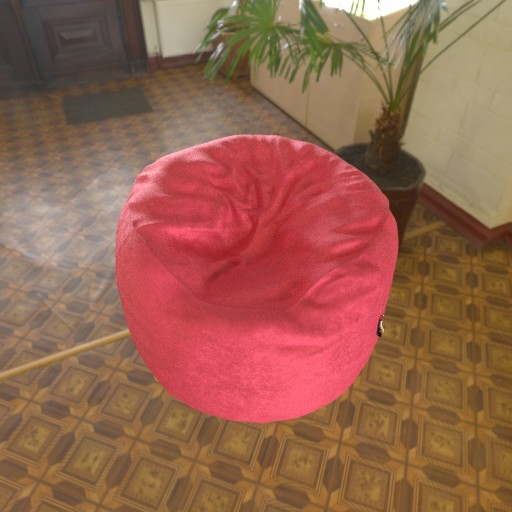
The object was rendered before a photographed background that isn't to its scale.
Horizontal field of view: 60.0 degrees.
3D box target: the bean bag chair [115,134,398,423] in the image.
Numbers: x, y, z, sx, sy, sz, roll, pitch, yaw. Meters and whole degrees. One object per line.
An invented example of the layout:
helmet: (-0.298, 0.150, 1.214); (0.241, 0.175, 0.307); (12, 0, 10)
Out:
bean bag chair: (0.000, 0.000, 1.982); (1.218, 0.788, 1.218); (0, 42, 0)
